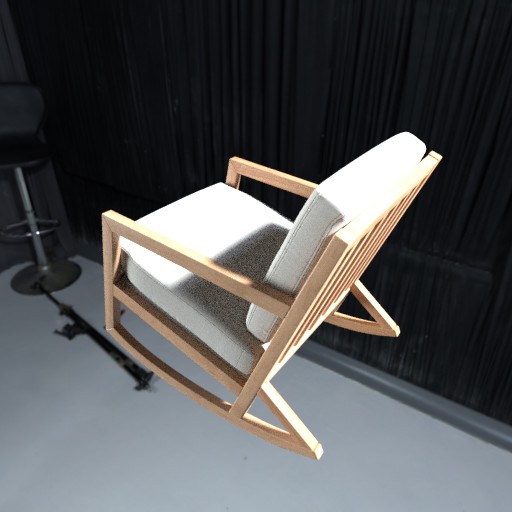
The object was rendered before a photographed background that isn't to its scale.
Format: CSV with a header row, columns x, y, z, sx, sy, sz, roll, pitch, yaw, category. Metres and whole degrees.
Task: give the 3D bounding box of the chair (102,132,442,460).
x,y,z,sx,sy,sz,roll,pitch,yaw,category
0.000,0.000,1.417,0.857,0.790,0.622,20,36,30,chair
